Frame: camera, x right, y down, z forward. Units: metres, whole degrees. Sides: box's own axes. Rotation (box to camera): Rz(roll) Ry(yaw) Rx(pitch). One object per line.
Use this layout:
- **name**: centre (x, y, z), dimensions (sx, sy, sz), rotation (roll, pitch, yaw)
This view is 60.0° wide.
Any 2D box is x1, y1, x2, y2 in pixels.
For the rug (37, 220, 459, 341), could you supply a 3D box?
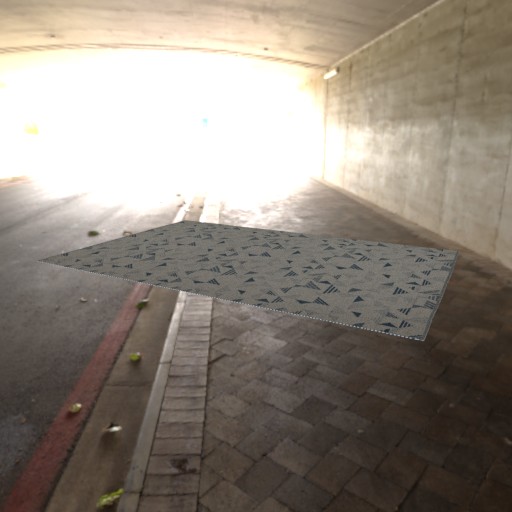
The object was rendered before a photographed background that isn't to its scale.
- **rug**: centre (0.000, 0.000, 2.287), dimensions (1.835, 0.003, 1.206), rotation (8, 18, 27)
